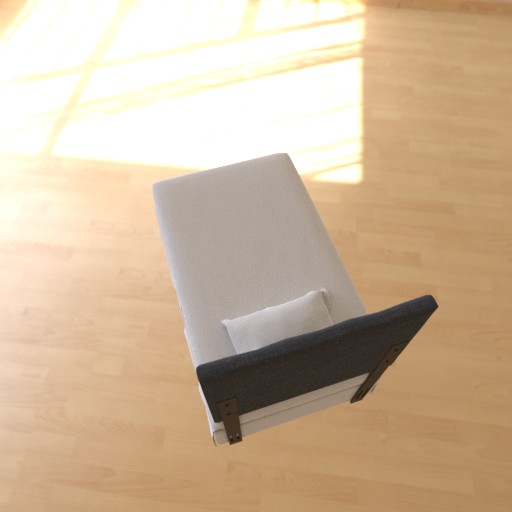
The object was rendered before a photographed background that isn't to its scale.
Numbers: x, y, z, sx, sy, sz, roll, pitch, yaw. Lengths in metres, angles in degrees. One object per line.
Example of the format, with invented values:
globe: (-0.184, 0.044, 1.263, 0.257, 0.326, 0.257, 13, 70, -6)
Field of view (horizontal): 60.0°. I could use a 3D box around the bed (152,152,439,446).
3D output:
bed: (0.000, 0.000, 3.080, 1.261, 1.571, 1.997, -15, 59, -9)
